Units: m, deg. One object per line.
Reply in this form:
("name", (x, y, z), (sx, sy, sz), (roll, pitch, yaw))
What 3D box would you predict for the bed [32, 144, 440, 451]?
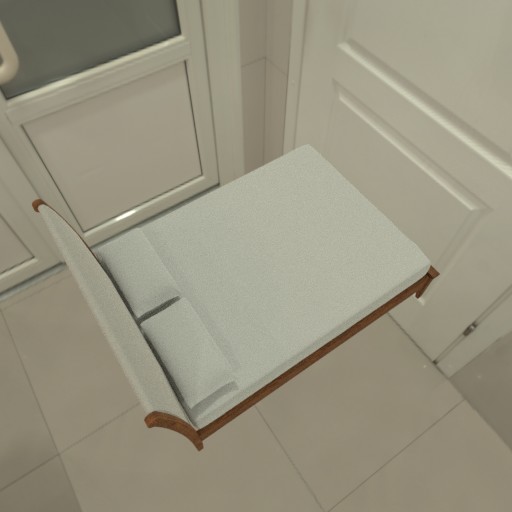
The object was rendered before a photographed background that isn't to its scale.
("bed", (0.000, 0.000, 2.973), (2.108, 1.135, 1.502), (-30, 63, -17))
